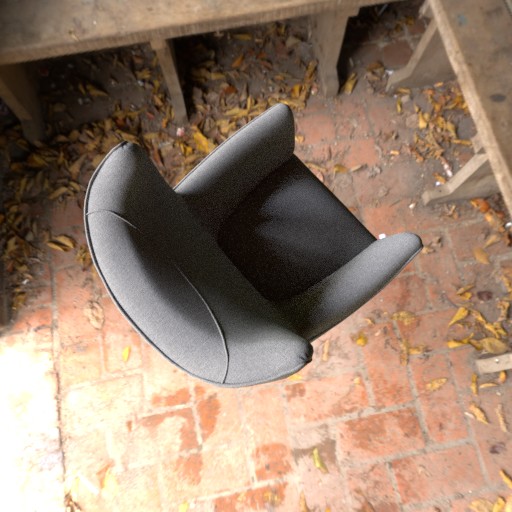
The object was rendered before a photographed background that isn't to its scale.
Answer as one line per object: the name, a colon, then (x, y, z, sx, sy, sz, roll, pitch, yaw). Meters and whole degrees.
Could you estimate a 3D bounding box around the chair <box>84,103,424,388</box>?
chair: (0.000, 0.000, 1.610, 0.888, 0.933, 0.781, -39, 77, -10)
